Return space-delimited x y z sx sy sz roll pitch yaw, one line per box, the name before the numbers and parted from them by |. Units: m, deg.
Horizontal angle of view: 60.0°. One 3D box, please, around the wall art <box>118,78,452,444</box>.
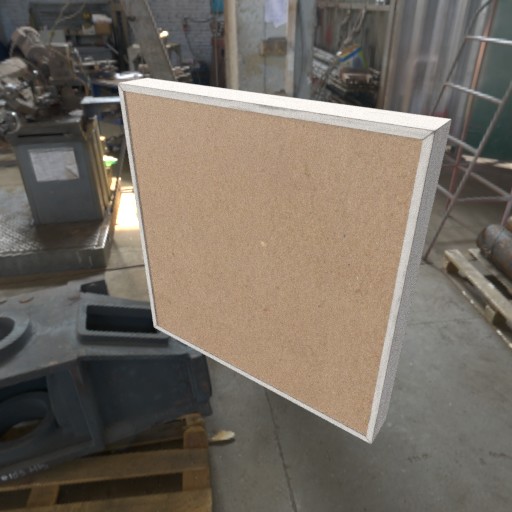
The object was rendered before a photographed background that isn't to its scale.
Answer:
wall art | 0.000 0.000 0.446 0.305 0.305 0.038 20 36 30
